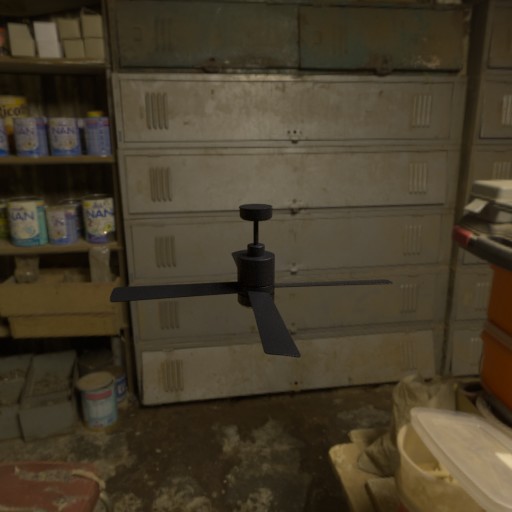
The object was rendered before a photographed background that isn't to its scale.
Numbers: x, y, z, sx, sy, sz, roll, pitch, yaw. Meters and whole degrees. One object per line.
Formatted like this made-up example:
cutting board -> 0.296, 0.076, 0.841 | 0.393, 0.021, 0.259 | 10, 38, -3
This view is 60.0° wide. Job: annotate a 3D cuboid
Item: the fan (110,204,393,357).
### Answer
fan -> 0.000, 0.000, 2.366 | 1.525, 0.534, 1.525 | -2, 16, -7
